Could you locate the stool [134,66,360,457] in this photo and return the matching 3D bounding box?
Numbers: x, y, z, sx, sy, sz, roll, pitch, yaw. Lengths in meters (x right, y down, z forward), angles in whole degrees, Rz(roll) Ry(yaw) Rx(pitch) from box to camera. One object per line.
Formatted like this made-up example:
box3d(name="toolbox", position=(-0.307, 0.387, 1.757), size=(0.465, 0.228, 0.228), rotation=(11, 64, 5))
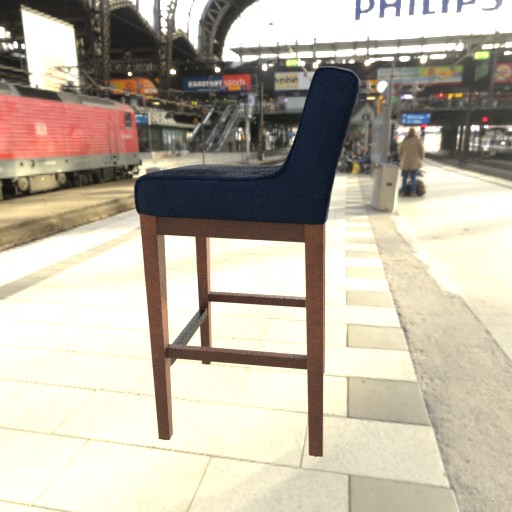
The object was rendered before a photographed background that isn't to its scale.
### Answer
box3d(name="stool", position=(0.000, 0.000, 1.278), size=(0.516, 0.945, 0.511), rotation=(2, 15, 9))
